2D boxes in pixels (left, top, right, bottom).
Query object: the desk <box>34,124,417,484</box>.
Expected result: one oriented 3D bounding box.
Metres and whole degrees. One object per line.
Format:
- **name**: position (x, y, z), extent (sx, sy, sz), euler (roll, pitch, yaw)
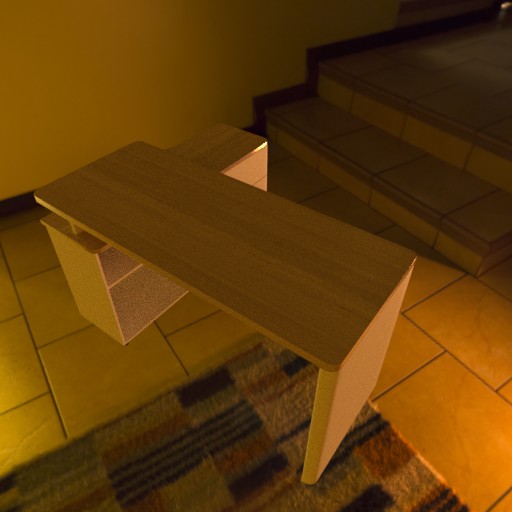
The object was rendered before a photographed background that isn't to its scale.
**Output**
- **desk**: position (0.000, 0.000, 2.079), extent (1.400, 0.770, 1.175), euler (26, 48, 27)
